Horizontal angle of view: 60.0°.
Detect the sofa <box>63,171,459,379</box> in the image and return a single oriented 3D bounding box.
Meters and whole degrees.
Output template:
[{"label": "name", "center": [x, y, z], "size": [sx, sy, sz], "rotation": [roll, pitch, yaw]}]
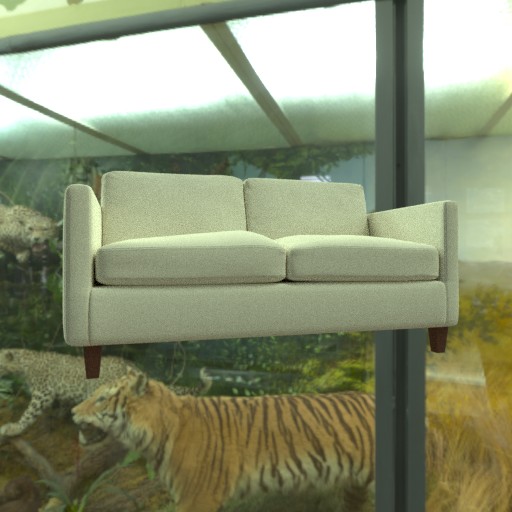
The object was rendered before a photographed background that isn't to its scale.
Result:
[{"label": "sofa", "center": [0.000, 0.000, 2.225], "size": [1.702, 0.888, 0.964], "rotation": [0, 0, -17]}]
